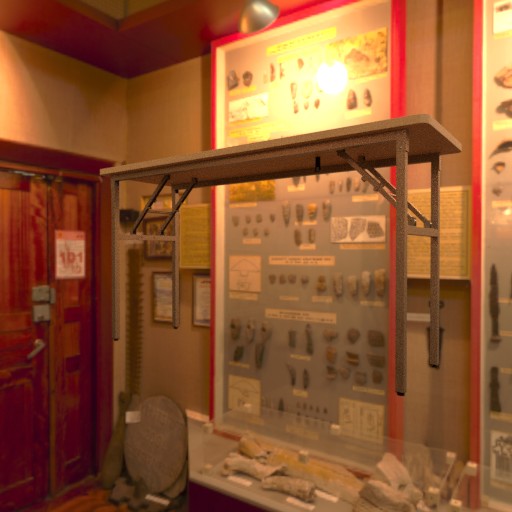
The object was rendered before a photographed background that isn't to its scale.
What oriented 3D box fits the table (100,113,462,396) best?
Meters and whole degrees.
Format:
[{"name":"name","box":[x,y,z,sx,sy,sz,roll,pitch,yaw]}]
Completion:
[{"name":"table","box":[0.000,0.000,1.723,1.397,0.750,0.446,1,1,36]}]
